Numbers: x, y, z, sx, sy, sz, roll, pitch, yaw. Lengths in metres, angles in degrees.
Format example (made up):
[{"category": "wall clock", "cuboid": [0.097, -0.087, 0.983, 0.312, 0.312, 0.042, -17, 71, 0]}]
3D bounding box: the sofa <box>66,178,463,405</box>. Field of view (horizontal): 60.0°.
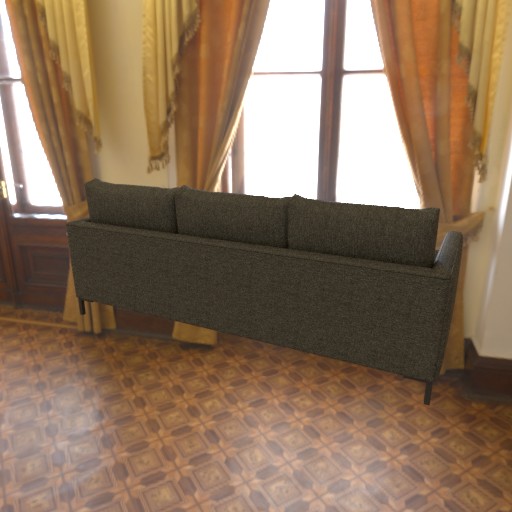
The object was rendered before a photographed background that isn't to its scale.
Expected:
[{"category": "sofa", "cuboid": [0.000, 0.000, 2.700, 2.253, 0.879, 0.876, 8, 19, 26]}]
